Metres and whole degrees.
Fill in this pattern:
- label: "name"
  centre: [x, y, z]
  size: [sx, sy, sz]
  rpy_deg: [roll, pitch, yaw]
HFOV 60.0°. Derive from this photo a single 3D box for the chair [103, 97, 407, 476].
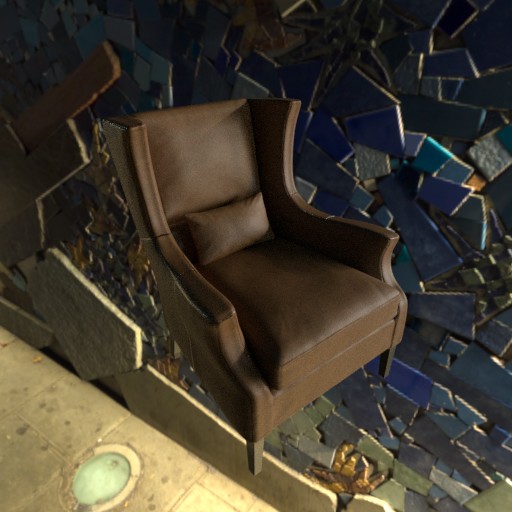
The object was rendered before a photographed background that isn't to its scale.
- label: "chair"
  centre: [0.000, 0.000, 1.682]
  size: [0.852, 1.016, 0.925]
  rpy_deg: [-22, 36, -34]
